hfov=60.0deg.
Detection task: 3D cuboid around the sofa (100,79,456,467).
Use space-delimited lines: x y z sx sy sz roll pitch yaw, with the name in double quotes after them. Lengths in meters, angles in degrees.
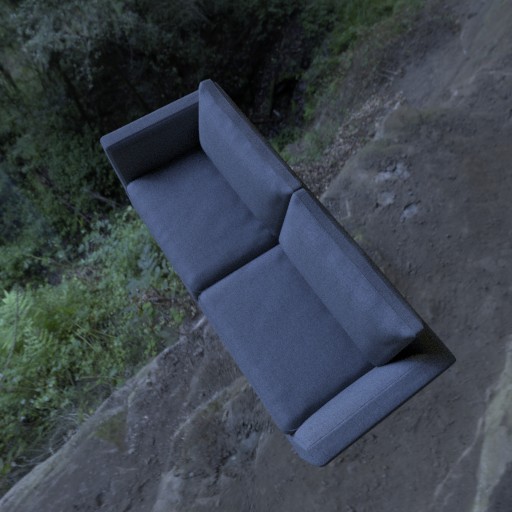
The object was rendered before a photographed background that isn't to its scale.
0.000 0.000 2.636 0.869 1.002 2.212 -32 69 -14 "sofa"
